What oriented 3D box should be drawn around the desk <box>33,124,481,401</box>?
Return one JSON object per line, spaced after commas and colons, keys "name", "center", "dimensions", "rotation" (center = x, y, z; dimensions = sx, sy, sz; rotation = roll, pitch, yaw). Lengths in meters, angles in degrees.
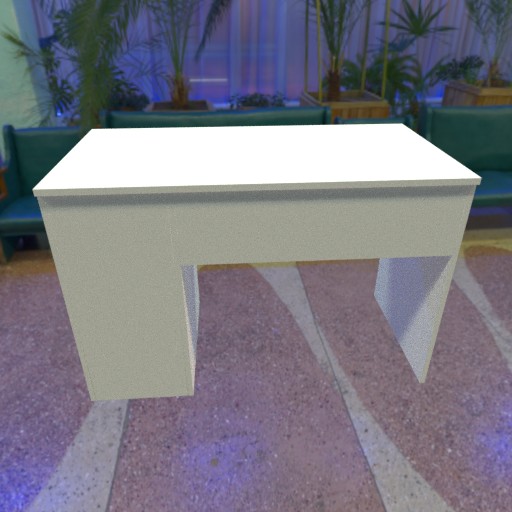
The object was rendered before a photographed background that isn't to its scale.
{"name": "desk", "center": [0.000, 0.000, 1.500], "dimensions": [1.096, 0.730, 0.560], "rotation": [-2, 30, -4]}
